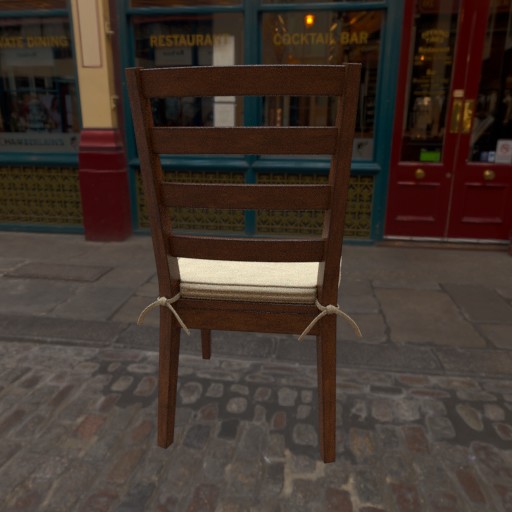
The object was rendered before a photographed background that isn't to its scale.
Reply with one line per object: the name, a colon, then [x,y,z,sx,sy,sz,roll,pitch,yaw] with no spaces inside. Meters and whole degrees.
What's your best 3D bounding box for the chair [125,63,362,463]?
chair: [0.000,0.000,1.315,0.593,0.979,0.595,2,15,7]
